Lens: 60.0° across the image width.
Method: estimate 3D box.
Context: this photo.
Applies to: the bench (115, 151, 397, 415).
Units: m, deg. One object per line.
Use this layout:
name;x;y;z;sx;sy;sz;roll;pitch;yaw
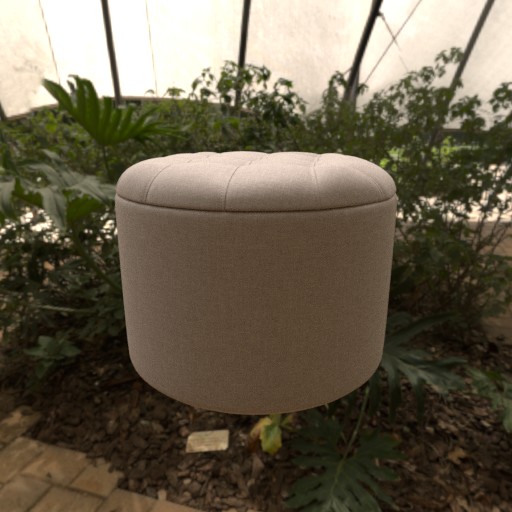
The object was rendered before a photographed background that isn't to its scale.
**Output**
bench;0.000;0.000;1.024;0.600;0.453;0.600;0;16;0
